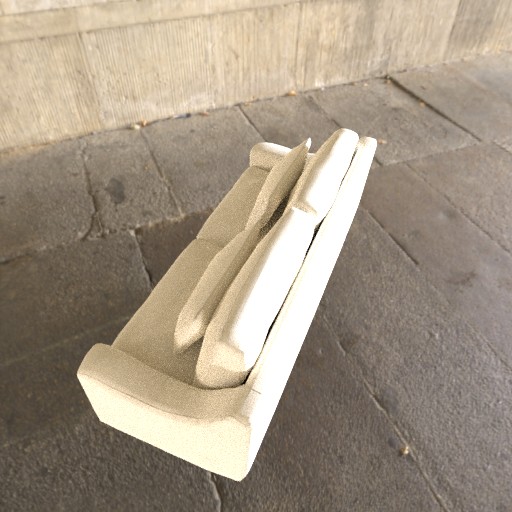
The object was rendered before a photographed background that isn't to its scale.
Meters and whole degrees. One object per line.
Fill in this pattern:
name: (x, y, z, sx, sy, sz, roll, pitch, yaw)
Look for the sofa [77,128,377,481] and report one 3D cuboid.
sofa: (0.000, 0.000, 2.973, 1.009, 1.022, 2.470, 16, 47, 16)
